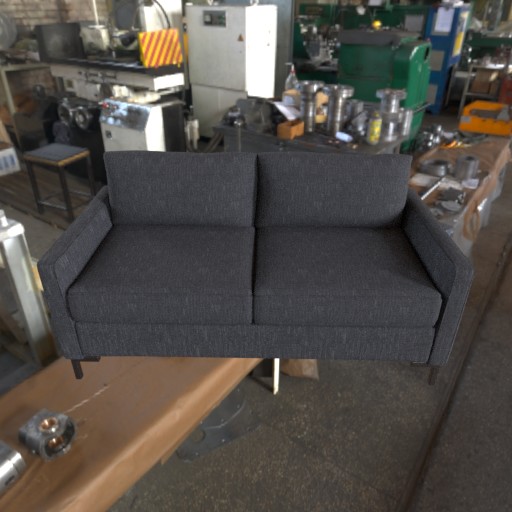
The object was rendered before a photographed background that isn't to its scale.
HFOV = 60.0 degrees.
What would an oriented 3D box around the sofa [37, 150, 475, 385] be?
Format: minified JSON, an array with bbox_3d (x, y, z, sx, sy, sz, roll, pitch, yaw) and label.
[{"bbox_3d":[0.000,0.000,2.142,1.716,0.862,0.866,1,30,1],"label":"sofa"}]
